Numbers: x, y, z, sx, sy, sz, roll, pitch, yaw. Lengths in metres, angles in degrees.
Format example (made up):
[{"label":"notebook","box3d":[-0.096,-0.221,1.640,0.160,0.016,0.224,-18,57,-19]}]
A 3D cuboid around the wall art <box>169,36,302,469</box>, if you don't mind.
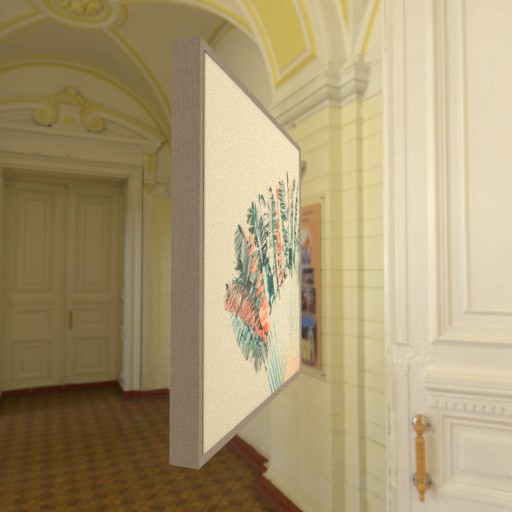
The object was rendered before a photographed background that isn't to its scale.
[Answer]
[{"label":"wall art","box3d":[0.000,0.000,0.763,0.038,0.506,0.508,-1,-2,19]}]
